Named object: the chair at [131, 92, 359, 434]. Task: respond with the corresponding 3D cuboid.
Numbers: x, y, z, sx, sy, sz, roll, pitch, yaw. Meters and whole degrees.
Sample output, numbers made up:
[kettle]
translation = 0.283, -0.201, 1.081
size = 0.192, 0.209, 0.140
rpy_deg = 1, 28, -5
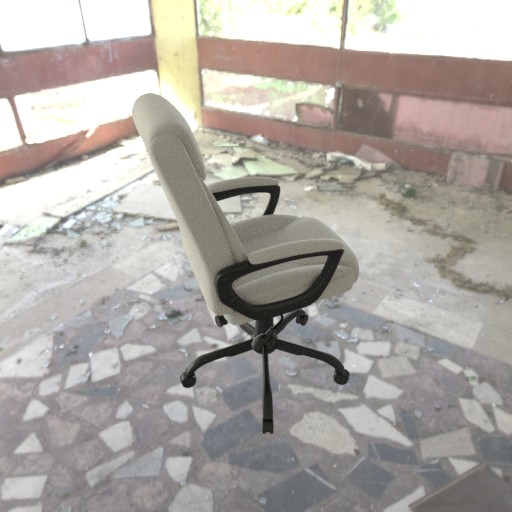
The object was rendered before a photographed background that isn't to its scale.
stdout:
[chair]
translation = 0.000, 0.000, 1.529
size = 0.669, 1.065, 0.663
rpy_deg = -11, 33, -16
